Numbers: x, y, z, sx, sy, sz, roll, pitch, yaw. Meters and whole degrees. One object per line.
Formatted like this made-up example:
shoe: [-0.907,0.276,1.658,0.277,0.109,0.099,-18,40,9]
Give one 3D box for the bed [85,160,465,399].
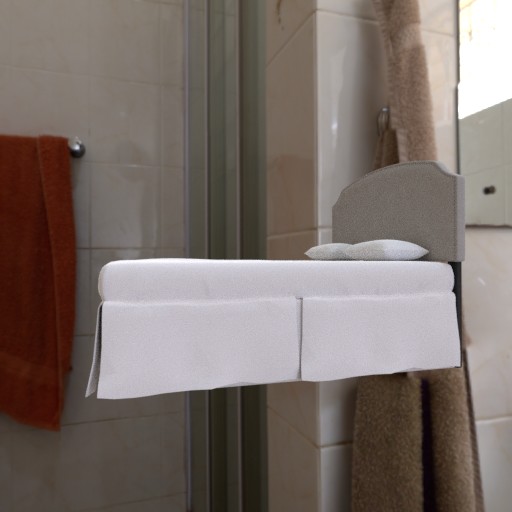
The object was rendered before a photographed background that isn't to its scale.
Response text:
bed: [0.000,0.000,2.917,1.999,1.270,1.558,0,0,-17]
